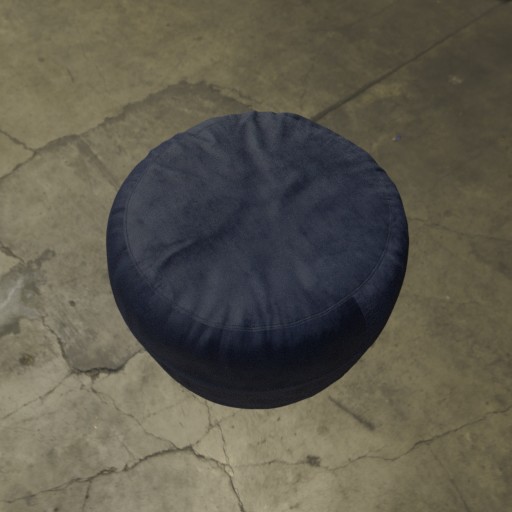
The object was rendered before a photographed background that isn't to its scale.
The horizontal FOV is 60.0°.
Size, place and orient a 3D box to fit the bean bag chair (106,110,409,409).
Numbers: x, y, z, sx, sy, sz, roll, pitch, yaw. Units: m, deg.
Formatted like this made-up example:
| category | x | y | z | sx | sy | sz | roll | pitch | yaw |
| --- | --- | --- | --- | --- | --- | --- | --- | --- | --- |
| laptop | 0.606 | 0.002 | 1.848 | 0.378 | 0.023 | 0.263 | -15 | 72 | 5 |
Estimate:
| category | x | y | z | sx | sy | sz | roll | pitch | yaw |
| --- | --- | --- | --- | --- | --- | --- | --- | --- | --- |
| bean bag chair | 0.000 | 0.000 | 1.948 | 1.219 | 0.762 | 1.219 | 0 | 59 | 0 |
